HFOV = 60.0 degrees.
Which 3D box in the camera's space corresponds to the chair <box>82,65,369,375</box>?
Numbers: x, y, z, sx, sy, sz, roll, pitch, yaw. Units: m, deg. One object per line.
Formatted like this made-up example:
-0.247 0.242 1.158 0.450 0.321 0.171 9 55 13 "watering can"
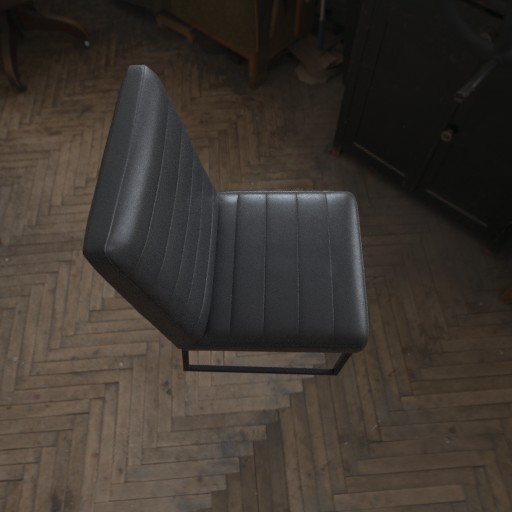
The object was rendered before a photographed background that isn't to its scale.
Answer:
0.000 0.000 1.300 0.634 0.930 0.520 1 62 1 "chair"
